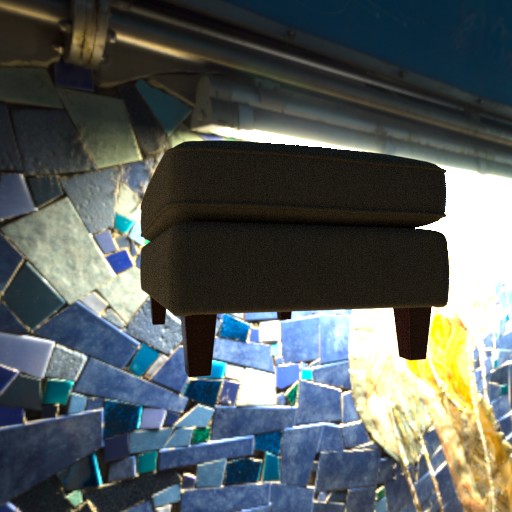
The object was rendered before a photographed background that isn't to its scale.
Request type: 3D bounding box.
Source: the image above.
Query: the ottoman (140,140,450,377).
[{"bbox_3d":[0.000,0.000,1.315,0.636,0.480,0.941,0,-2,-18],"label":"ottoman"}]
